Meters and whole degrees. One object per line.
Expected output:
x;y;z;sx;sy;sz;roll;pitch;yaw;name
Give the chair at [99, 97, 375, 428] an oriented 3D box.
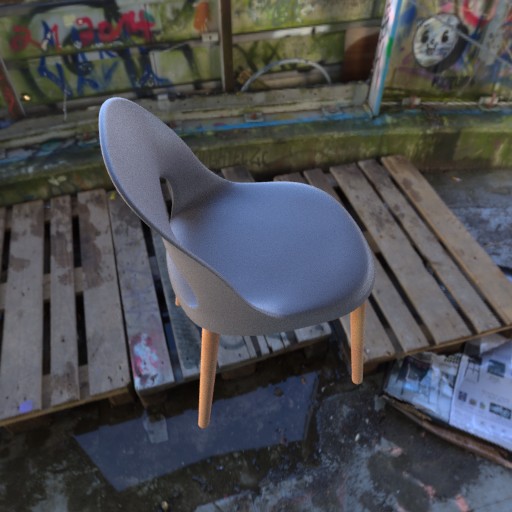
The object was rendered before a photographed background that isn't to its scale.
0.000;0.000;1.099;0.556;0.795;0.470;-12;48;-10;chair
